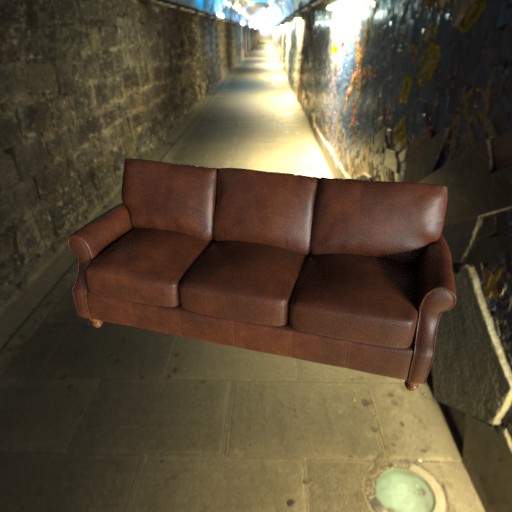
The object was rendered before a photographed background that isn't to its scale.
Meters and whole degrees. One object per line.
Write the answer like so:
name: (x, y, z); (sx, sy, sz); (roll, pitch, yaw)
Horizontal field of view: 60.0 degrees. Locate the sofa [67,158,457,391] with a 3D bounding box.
sofa: (0.000, 0.000, 2.871); (2.351, 0.977, 0.973); (8, 28, 15)
